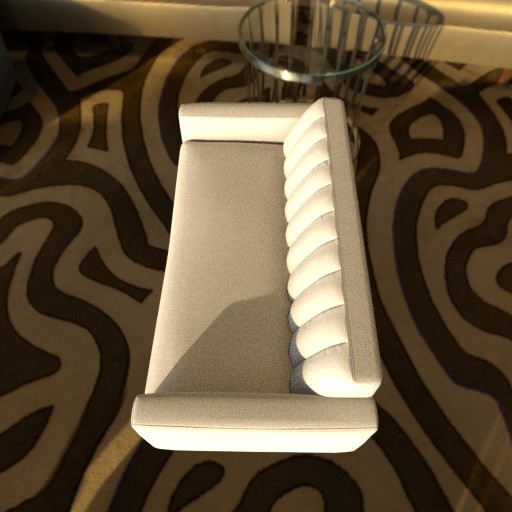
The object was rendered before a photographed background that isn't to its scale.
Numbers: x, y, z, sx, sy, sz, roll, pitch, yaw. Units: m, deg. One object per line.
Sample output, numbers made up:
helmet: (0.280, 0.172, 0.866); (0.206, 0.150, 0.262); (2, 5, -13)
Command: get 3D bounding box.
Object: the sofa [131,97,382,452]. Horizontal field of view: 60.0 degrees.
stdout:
sofa: (0.000, 0.000, 2.376); (0.969, 0.814, 1.895); (1, 58, 0)
